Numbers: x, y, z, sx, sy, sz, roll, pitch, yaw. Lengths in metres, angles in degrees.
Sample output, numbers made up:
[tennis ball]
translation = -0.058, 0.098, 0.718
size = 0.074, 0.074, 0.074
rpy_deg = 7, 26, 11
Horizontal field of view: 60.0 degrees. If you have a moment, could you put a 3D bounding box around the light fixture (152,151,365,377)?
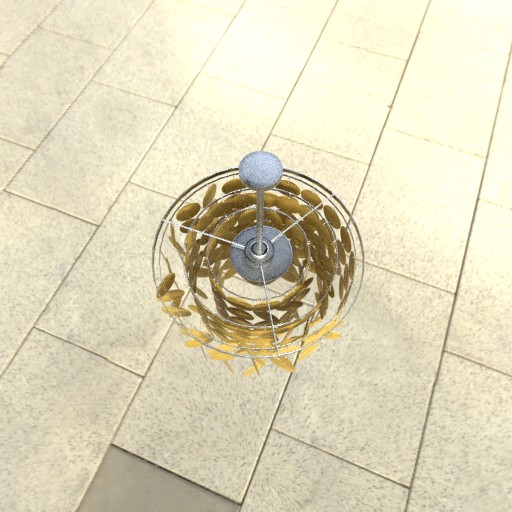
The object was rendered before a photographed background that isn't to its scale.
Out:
[light fixture]
translation = 0.000, 0.000, 0.756
size = 0.368, 0.492, 0.368
rpy_deg = 0, 65, 0
